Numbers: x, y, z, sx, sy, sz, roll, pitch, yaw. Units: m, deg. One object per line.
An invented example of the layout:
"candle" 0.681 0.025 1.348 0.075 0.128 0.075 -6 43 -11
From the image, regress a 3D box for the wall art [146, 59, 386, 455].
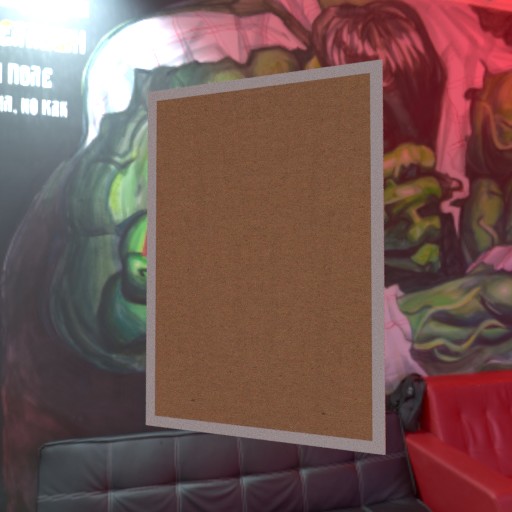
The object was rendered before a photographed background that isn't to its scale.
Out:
"wall art" 0.000 0.000 1.190 0.660 0.965 0.015 0 -2 18
